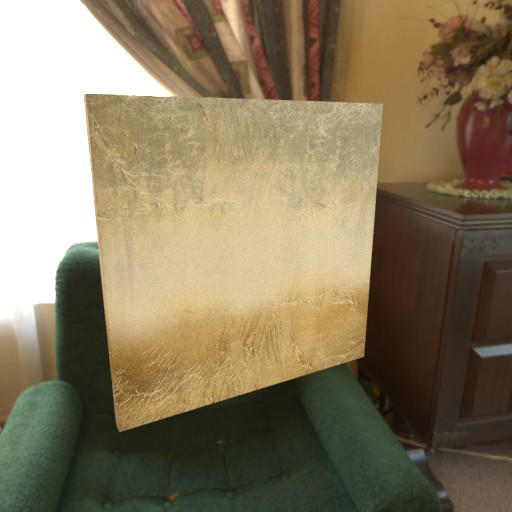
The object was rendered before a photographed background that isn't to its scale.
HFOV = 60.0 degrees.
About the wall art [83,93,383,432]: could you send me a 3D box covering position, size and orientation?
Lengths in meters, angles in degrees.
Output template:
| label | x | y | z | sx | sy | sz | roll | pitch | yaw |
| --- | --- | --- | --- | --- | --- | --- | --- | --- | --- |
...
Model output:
| label | x | y | z | sx | sy | sz | roll | pitch | yaw |
| --- | --- | --- | --- | --- | --- | --- | --- | --- | --- |
| wall art | 0.000 | 0.000 | 1.638 | 1.092 | 1.091 | 0.051 | -9 | 18 | -27 |
